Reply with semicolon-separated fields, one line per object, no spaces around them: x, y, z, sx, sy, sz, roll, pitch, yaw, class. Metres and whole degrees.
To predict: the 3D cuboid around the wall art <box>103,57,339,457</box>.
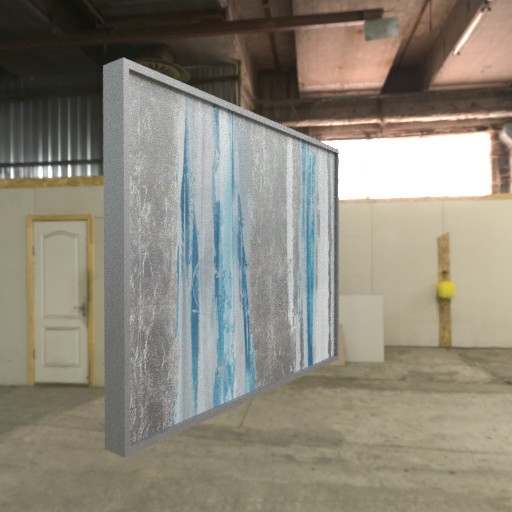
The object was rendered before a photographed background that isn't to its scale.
0.000;0.000;0.735;0.037;0.450;0.557;1;1;36;wall art
